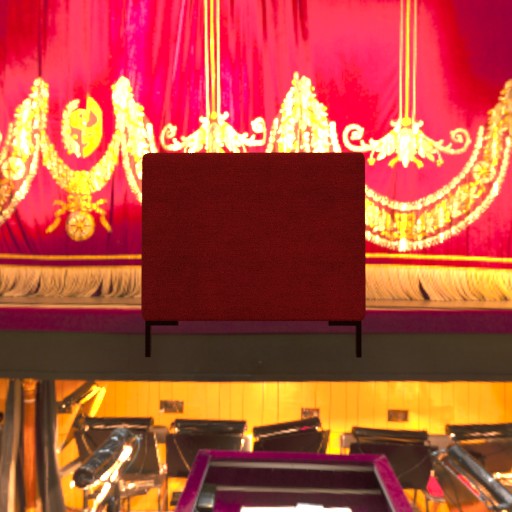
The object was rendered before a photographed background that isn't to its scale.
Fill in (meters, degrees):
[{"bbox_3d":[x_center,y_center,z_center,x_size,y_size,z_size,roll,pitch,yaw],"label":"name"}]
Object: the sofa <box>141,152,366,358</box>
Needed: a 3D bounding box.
[{"bbox_3d":[0.000,0.000,2.319,0.686,0.635,1.981,0,-1,0],"label":"sofa"}]
